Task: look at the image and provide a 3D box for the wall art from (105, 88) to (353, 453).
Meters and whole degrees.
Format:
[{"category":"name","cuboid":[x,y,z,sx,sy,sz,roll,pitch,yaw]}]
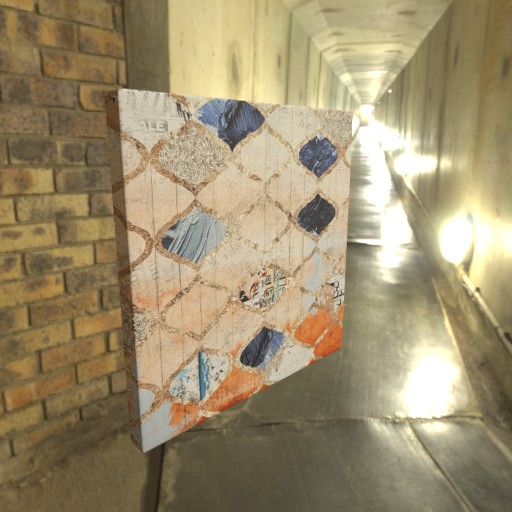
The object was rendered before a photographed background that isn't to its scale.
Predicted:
[{"category":"wall art","cuboid":[0.000,0.000,0.777,0.507,0.508,0.038,-13,19,-43]}]
